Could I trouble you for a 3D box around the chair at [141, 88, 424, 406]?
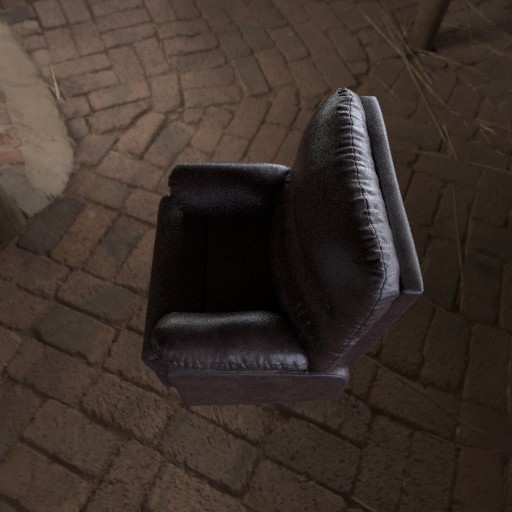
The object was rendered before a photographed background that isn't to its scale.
[{"bbox_3d":[0.000,0.000,1.747,0.879,1.041,0.940,-1,59,-1],"label":"chair"}]
